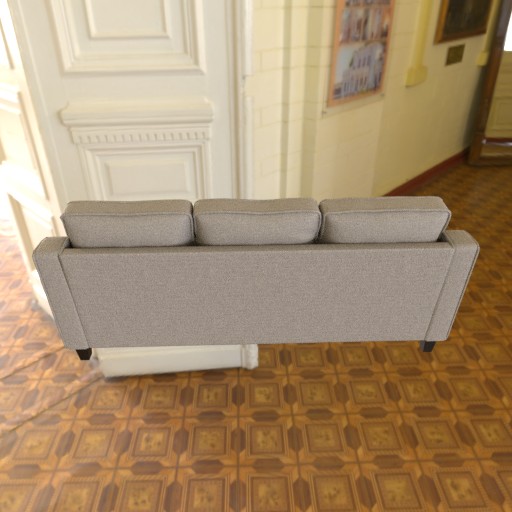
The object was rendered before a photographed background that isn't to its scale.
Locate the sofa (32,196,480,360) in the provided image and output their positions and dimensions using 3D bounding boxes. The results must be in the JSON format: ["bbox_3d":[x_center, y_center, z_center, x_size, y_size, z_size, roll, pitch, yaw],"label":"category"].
[{"bbox_3d":[0.000,0.000,2.626,2.129,0.950,0.899,-1,31,-2],"label":"sofa"}]
